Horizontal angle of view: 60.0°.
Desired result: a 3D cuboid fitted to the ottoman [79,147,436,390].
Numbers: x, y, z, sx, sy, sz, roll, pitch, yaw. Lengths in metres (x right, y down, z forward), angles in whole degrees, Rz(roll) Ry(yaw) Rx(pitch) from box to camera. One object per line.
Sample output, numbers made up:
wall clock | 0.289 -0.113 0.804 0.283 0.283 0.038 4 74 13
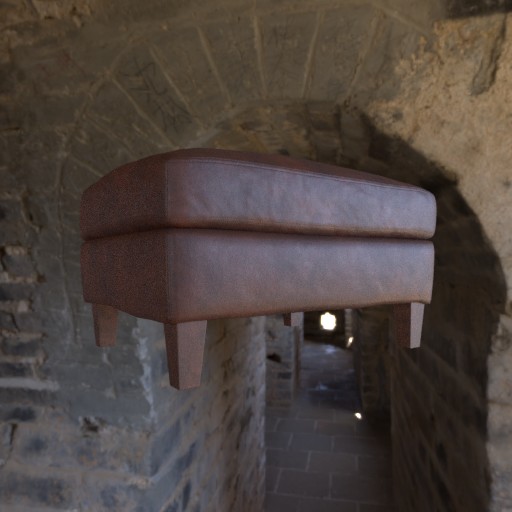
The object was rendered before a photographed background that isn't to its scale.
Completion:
ottoman | 0.000 0.000 1.297 0.887 0.527 0.659 1 -1 -35
